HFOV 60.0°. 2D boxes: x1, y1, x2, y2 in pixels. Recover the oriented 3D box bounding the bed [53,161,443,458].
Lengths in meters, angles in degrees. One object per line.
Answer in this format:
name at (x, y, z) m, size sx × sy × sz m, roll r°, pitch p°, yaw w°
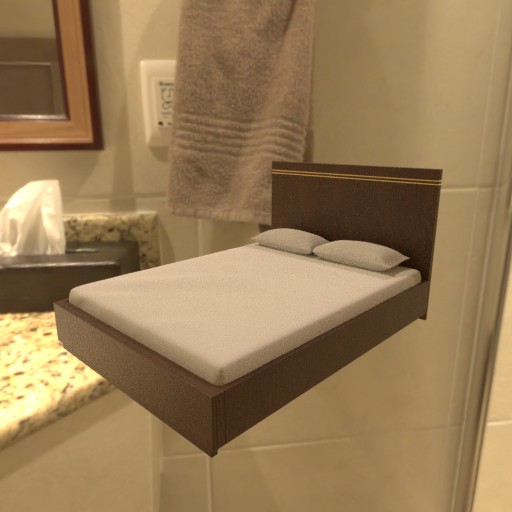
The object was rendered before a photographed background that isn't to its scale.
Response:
bed at (0.000, 0.000, 3.121) m, size 1.613 × 1.169 × 2.221 m, roll 14°, pitch 20°, yaw 42°
